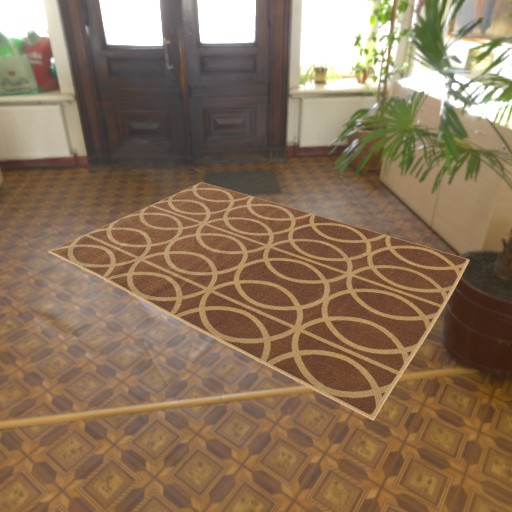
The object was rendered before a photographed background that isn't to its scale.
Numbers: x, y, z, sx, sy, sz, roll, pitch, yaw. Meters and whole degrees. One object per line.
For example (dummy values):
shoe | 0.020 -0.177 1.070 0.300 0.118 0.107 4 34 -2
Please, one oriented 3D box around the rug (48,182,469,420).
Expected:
rug | 0.000 0.000 2.875 2.294 0.014 1.528 20 36 30
